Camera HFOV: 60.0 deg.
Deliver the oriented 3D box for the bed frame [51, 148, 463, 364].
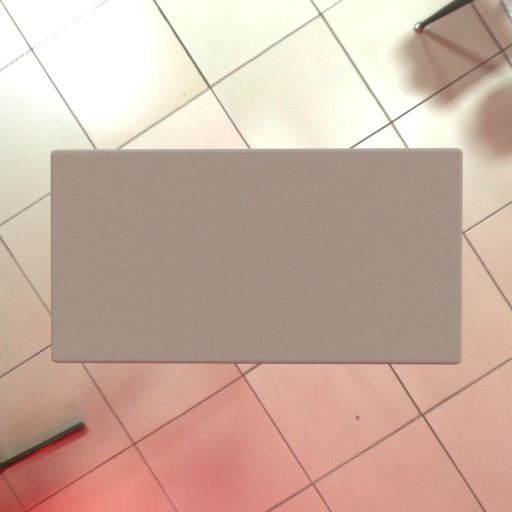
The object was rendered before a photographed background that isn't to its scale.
[{"bbox_3d":[0.000,0.000,3.121,2.635,0.680,1.393,0,90,1],"label":"bed frame"}]
